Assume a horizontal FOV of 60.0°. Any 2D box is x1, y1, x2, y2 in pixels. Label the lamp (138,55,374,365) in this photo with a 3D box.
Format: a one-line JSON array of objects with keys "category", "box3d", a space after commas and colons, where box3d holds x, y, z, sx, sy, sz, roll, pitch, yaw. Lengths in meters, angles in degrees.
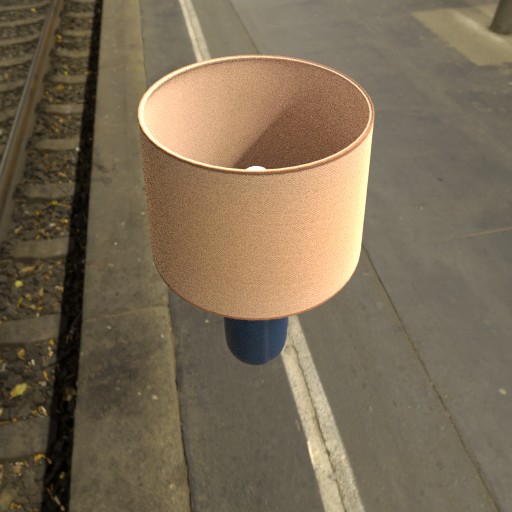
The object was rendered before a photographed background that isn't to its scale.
[{"category": "lamp", "box3d": [0.000, 0.000, 0.828, 0.367, 0.609, 0.367, 0, 46, 0]}]
